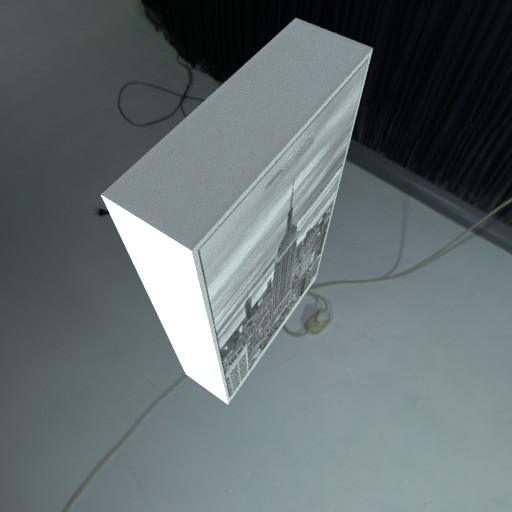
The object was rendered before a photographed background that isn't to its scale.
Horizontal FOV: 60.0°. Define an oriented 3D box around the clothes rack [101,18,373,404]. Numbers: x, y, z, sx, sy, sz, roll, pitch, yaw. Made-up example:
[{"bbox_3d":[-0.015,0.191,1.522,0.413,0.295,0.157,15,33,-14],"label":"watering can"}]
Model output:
[{"bbox_3d":[0.000,0.000,1.573,0.250,1.280,0.750,31,64,17],"label":"clothes rack"}]
